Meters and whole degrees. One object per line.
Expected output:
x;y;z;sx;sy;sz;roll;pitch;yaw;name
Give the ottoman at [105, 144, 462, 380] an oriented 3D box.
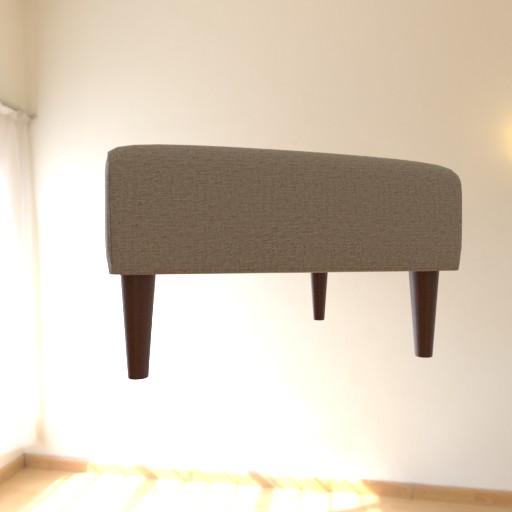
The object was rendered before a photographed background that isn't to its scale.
0.000;0.000;1.051;0.655;0.399;0.648;0;0;-16;ottoman
